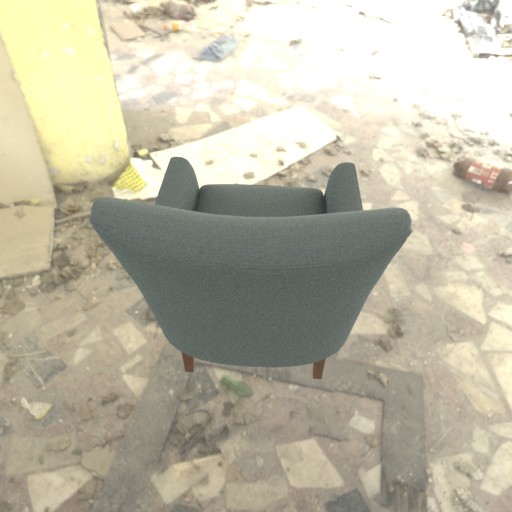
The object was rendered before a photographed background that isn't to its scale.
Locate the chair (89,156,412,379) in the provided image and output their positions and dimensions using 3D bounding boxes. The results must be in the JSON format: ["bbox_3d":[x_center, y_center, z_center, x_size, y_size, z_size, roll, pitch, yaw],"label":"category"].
[{"bbox_3d":[0.000,0.000,1.543,0.756,0.916,0.879,2,47,2],"label":"chair"}]
